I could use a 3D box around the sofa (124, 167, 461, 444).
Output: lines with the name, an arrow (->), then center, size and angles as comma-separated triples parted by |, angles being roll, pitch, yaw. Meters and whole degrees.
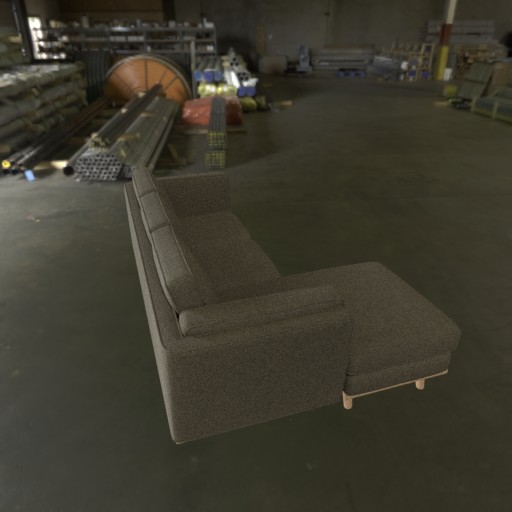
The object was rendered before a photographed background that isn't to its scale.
sofa -> 0.000, 0.000, 3.133 | 1.604, 0.929, 2.411 | -9, 28, -16
